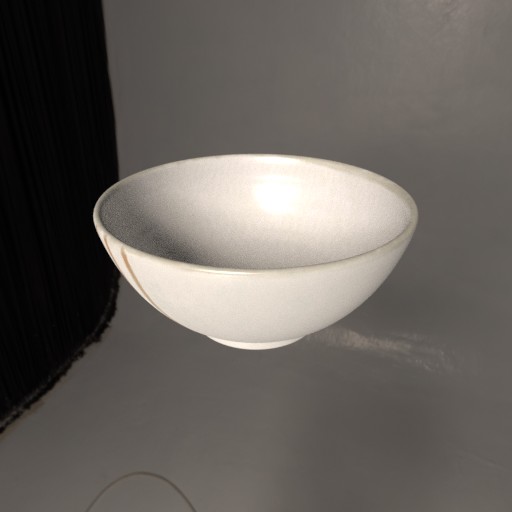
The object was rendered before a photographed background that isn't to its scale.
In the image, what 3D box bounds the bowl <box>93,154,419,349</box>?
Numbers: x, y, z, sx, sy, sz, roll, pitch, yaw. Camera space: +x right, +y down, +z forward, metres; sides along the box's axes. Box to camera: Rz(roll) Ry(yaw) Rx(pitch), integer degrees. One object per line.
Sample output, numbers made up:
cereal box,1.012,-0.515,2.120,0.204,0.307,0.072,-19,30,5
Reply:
bowl,0.000,0.000,0.411,0.268,0.121,0.268,0,28,0
